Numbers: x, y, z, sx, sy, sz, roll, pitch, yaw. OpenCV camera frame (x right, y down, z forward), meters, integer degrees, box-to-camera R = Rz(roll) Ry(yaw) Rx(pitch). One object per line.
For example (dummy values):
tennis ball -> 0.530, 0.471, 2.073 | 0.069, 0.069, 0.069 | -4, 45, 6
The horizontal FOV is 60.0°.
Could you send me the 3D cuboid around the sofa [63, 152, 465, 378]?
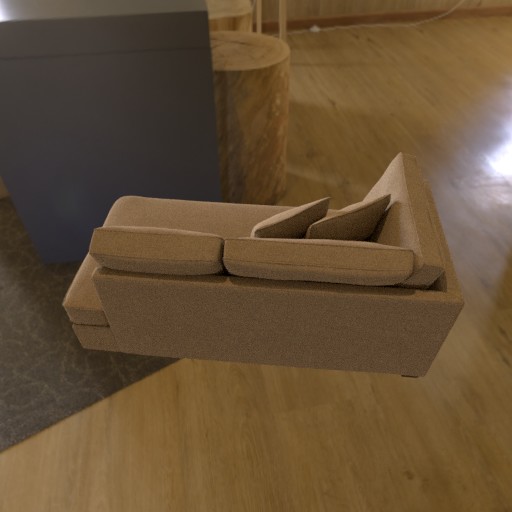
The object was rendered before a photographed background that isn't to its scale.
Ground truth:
sofa -> 0.000, 0.000, 2.905 | 2.238, 1.019, 1.110 | 4, 46, 4
